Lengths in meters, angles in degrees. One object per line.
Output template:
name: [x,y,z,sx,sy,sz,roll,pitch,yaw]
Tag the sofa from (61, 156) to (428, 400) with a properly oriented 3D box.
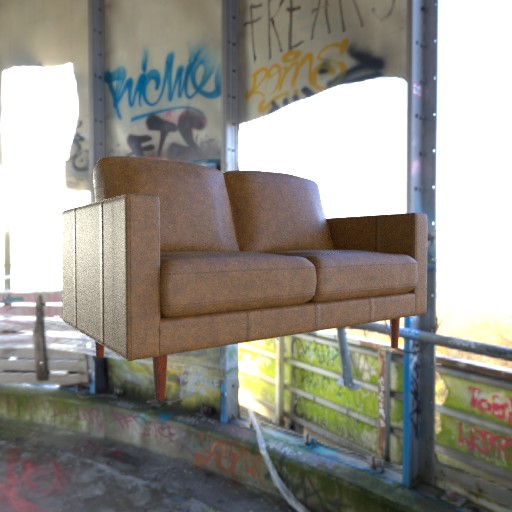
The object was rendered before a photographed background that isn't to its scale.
sofa: [0.000,0.000,2.152,1.578,0.951,0.909,-1,2,-36]
